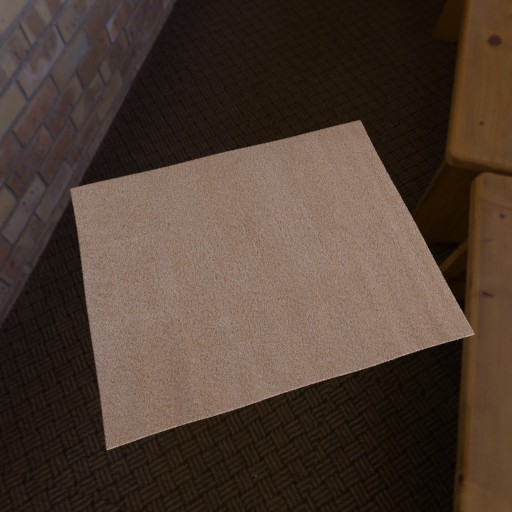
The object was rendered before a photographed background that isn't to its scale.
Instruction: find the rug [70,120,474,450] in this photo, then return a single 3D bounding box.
[{"bbox_3d":[0.000,0.000,3.940,3.000,0.025,2.400,-15,65,-7],"label":"rug"}]
